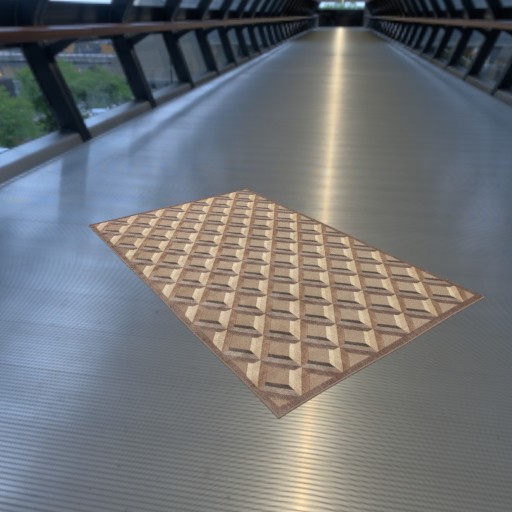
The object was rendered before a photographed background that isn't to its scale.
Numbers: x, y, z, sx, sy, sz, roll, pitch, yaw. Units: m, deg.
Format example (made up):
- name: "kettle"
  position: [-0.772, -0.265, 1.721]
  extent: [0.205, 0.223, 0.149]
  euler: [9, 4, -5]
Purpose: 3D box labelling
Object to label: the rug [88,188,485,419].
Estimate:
- name: "rug"
  position: [0.000, 0.000, 2.110]
  extent: [1.066, 0.011, 1.677]
  euler: [-18, 33, -31]
